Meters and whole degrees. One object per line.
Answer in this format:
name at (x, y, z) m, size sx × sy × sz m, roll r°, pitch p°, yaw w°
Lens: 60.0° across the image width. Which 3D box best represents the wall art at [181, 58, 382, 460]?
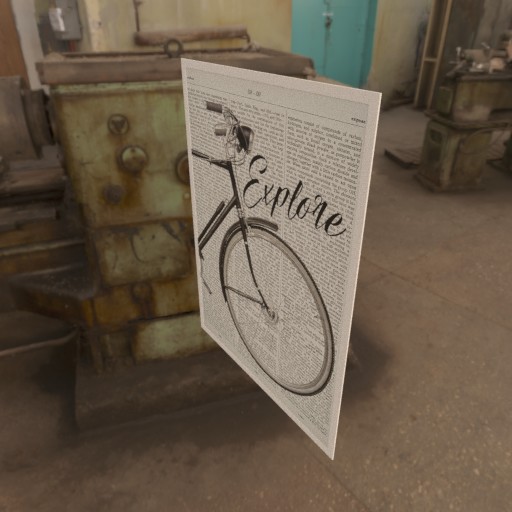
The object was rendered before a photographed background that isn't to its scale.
wall art at (0.000, 0.000, 0.787) m, size 0.003 × 0.610 × 0.457 m, roll -20°, pitch 35°, yaw -31°
